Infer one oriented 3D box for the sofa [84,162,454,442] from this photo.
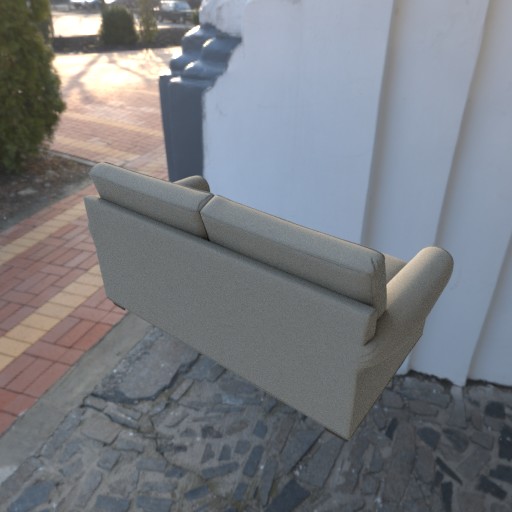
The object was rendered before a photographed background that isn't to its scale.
[{"bbox_3d":[0.000,0.000,2.487,1.930,0.952,0.940,22,37,32],"label":"sofa"}]
